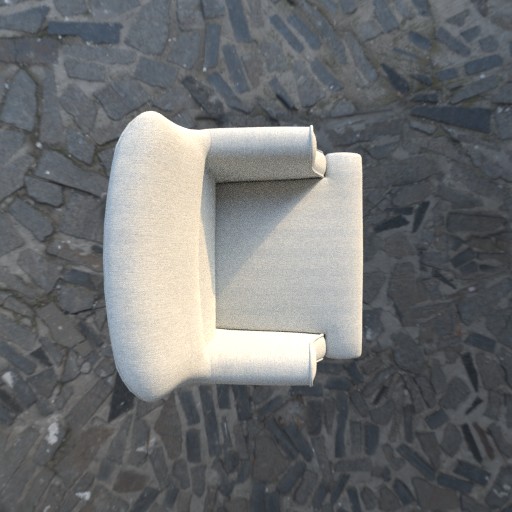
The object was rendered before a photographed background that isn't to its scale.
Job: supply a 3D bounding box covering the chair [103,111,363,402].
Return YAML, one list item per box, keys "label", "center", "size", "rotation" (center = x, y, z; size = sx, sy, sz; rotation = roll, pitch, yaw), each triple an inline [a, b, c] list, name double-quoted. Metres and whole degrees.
- label: "chair"
  center: [0.000, 0.000, 1.480]
  size: [0.750, 0.875, 0.781]
  rotation: [0, 90, -2]
